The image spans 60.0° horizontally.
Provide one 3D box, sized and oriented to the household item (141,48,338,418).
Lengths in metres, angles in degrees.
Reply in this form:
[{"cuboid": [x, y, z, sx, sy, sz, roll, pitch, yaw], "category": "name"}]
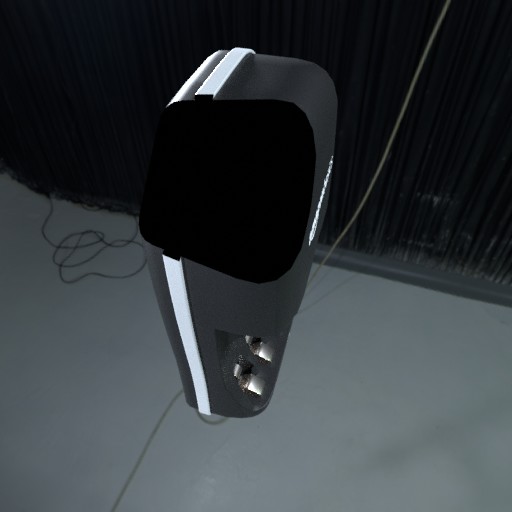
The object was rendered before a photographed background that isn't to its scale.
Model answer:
[{"cuboid": [0.000, 0.000, 0.144, 0.038, 0.114, 0.070, 12, 48, 11], "category": "household item"}]
